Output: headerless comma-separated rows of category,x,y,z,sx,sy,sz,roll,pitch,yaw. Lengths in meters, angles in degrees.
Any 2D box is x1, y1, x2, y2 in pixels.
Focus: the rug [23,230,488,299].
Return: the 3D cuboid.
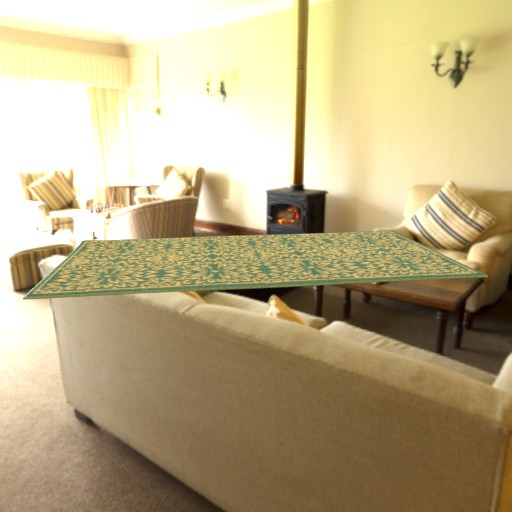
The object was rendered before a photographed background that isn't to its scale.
rug,0.000,0.000,1.435,1.219,0.007,0.604,-2,16,-8
